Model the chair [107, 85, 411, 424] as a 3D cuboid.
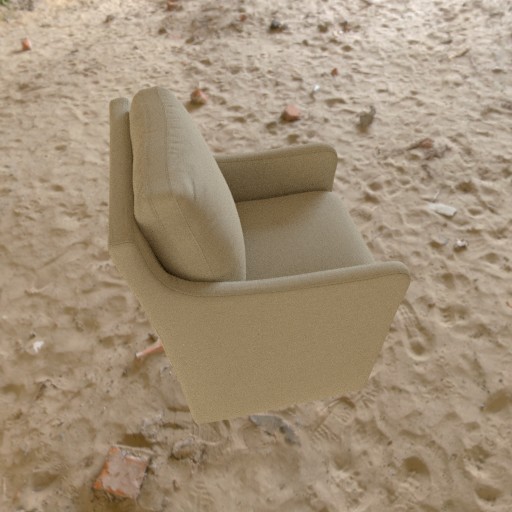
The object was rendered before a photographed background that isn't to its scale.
[{"bbox_3d":[0.000,0.000,1.349,0.694,0.914,0.626,-9,48,-8],"label":"chair"}]
